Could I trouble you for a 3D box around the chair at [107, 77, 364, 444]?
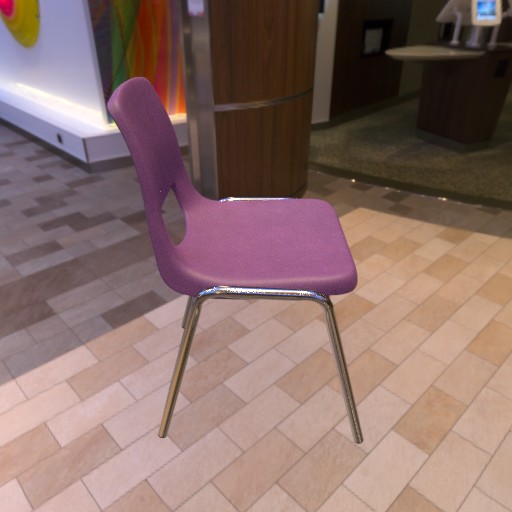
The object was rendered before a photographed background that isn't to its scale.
[{"bbox_3d":[0.000,0.000,0.880,0.432,0.654,0.381,0,31,0],"label":"chair"}]
